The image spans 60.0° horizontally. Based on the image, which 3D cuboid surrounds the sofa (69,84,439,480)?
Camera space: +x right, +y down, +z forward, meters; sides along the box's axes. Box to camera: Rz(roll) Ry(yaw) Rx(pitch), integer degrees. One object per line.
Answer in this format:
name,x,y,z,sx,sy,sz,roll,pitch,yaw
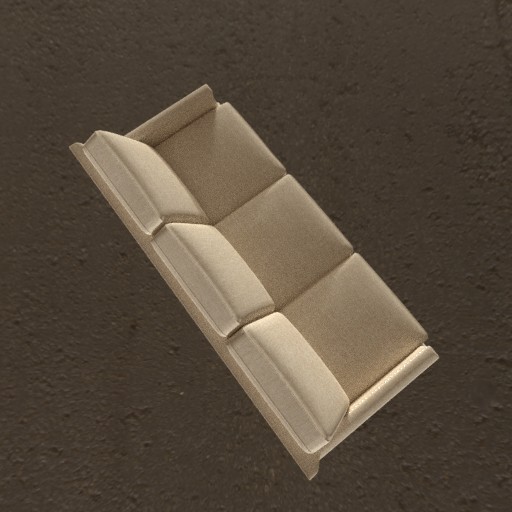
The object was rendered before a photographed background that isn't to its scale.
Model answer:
sofa,0.000,0.000,2.727,1.041,0.940,2.210,-36,77,-10
